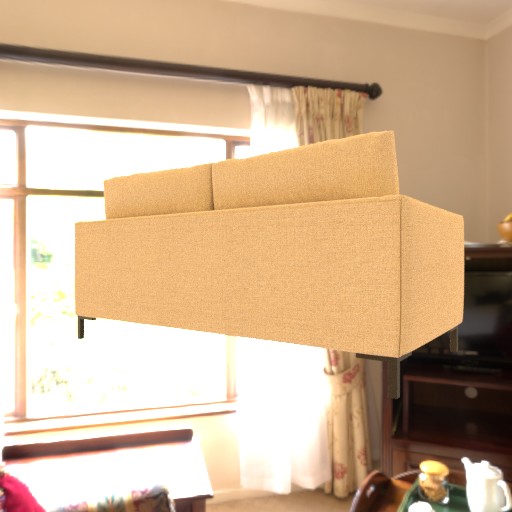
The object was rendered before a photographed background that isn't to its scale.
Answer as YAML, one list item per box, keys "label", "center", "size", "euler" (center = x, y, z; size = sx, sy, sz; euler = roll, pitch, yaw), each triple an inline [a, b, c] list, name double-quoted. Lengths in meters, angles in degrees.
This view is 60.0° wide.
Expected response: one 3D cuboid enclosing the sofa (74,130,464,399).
- label: "sofa"
  center: [0.000, 0.000, 2.041]
  size: [1.651, 0.812, 0.839]
  euler: [0, 0, 36]
